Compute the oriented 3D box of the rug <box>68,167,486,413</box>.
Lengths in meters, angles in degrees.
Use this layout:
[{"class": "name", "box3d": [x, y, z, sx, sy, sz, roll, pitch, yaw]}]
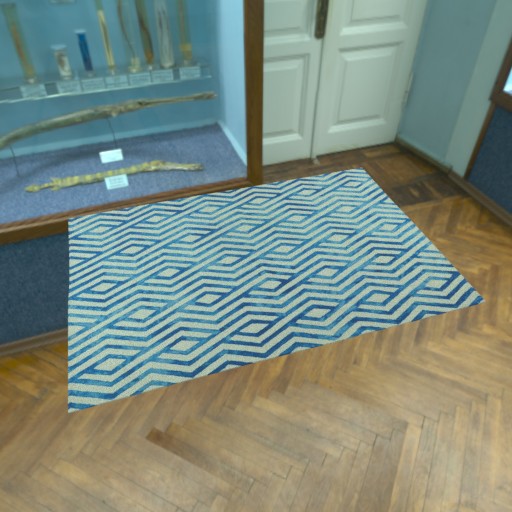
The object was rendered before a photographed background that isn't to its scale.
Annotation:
[{"class": "rug", "box3d": [0.000, 0.000, 2.263, 1.830, 0.008, 1.225, -12, 44, -13]}]
